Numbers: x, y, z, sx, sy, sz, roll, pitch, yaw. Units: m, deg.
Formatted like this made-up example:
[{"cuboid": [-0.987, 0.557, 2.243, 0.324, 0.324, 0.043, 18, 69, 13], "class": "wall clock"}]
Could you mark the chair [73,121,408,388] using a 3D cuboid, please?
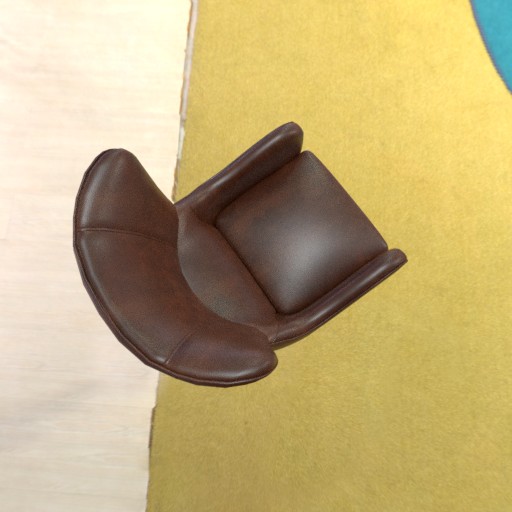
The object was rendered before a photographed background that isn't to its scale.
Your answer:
[{"cuboid": [0.000, 0.000, 1.582, 0.914, 1.048, 0.692, -35, 78, -8], "class": "chair"}]
